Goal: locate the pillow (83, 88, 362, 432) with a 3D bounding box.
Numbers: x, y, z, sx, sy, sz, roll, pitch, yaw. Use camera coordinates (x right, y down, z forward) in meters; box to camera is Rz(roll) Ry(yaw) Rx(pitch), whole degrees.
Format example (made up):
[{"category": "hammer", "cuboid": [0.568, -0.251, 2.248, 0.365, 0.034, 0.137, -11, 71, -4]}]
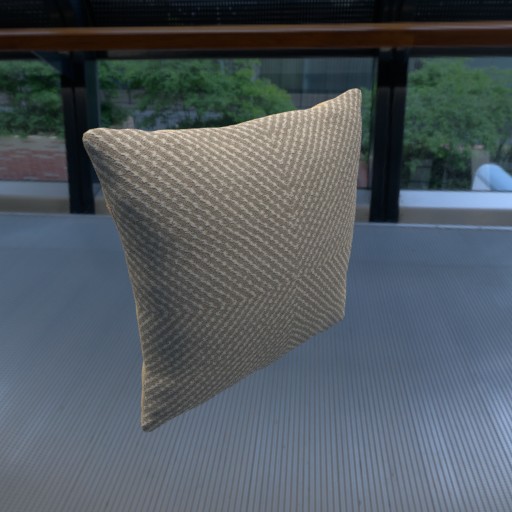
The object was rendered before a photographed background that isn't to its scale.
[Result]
[{"category": "pillow", "cuboid": [0.000, 0.000, 0.700, 0.459, 0.458, 0.181, -22, 36, -34]}]
